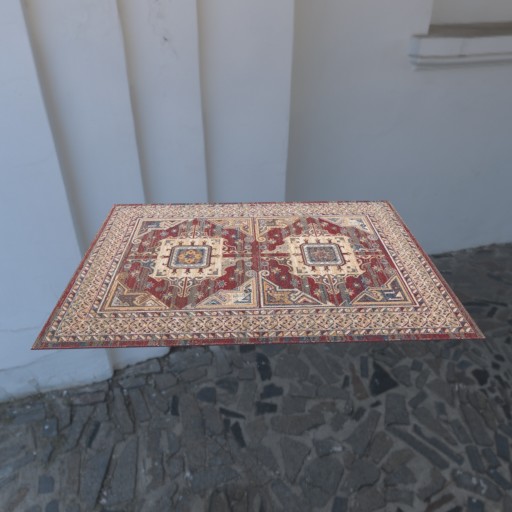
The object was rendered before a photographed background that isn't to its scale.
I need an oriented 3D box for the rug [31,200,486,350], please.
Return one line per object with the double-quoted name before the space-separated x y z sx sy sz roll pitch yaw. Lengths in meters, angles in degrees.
"rug" 0.000 0.000 4.127 3.197 0.013 2.381 -1 31 -2
